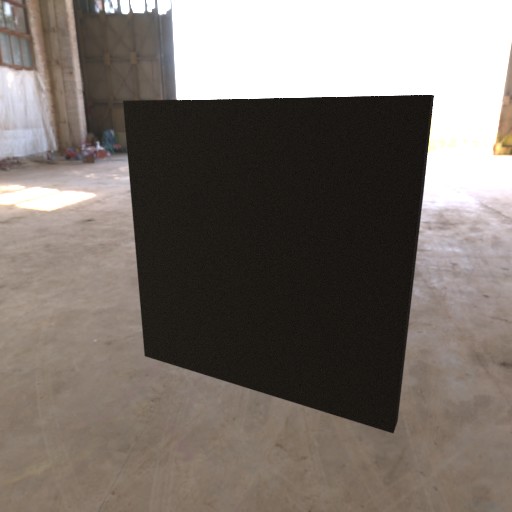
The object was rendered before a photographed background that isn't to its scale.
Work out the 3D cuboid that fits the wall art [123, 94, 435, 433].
[{"bbox_3d":[0.000,0.000,0.683,0.462,0.458,0.030,9,20,26],"label":"wall art"}]
